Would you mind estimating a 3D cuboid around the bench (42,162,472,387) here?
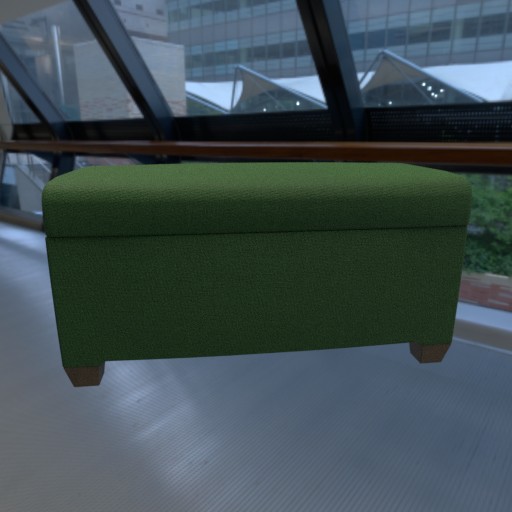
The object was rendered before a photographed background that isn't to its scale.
[{"bbox_3d":[0.000,0.000,1.244,0.989,0.501,0.505,-2,16,-7],"label":"bench"}]
